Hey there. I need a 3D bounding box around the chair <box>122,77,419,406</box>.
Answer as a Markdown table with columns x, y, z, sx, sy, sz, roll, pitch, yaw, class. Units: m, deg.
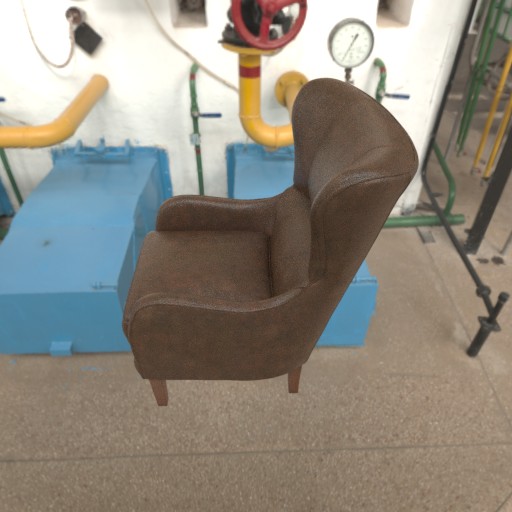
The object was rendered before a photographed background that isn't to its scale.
| x | y | z | sx | sy | sz | roll | pitch | yaw | class |
| --- | --- | --- | --- | --- | --- | --- | --- | --- | --- |
| 0.000 | 0.000 | 1.596 | 0.914 | 1.048 | 0.692 | -1 | 40 | -1 | chair |
